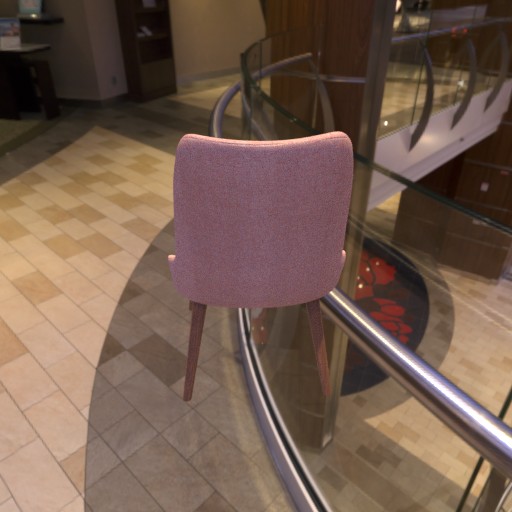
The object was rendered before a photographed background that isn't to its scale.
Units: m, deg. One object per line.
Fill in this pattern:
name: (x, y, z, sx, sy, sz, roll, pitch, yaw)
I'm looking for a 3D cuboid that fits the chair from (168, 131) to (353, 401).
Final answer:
chair: (0.000, 0.000, 1.329, 0.535, 0.918, 0.707, -1, 32, -2)
